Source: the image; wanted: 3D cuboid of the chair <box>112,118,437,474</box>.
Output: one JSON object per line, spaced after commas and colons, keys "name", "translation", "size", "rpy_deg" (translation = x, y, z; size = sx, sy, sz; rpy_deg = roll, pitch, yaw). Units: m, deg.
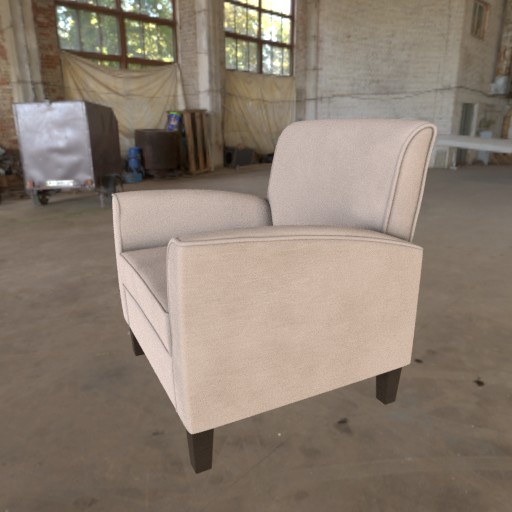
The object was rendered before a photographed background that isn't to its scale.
{"name": "chair", "translation": [0.000, 0.000, 1.532], "size": [0.821, 0.915, 0.820], "rpy_deg": [-8, 18, -26]}
